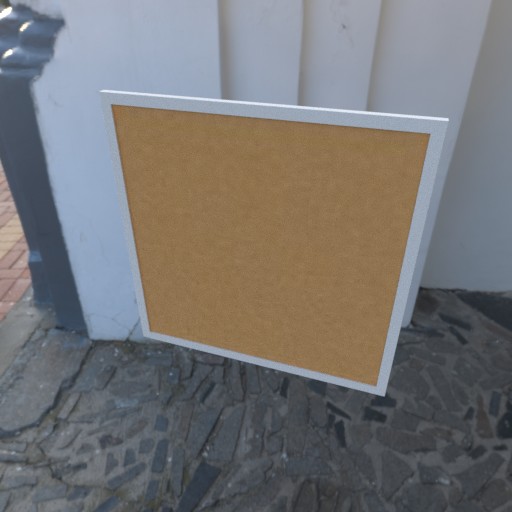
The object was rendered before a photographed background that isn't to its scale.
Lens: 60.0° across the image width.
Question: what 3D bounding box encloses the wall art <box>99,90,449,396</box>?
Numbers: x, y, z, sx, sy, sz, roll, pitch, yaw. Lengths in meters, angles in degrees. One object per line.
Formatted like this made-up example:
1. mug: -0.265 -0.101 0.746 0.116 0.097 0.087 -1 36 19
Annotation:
1. wall art: 0.000 0.000 0.683 0.457 0.457 0.012 10 34 16
